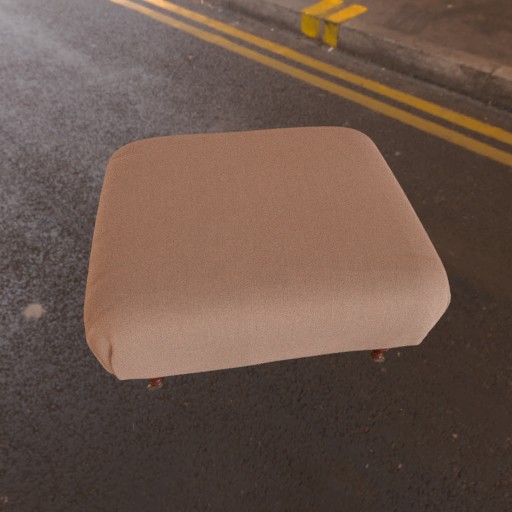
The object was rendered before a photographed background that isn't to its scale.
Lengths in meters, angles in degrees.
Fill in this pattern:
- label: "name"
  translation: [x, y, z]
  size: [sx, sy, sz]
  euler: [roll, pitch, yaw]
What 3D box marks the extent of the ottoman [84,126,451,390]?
- label: "ottoman"
  translation: [0.000, 0.000, 1.140]
  size: [0.746, 0.450, 0.639]
  euler: [-6, 47, -5]
